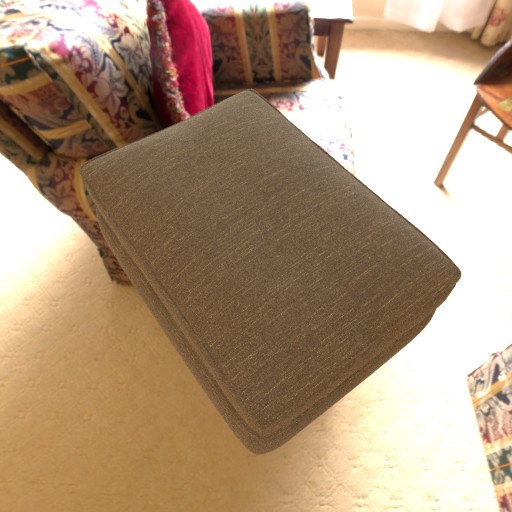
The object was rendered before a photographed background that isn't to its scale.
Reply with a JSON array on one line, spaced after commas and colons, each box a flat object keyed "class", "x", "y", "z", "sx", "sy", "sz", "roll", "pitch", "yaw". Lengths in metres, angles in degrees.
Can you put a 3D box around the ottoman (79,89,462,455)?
[{"class": "ottoman", "x": 0.000, "y": 0.000, "z": 0.993, "sx": 0.508, "sy": 0.406, "sz": 0.686, "roll": -31, "pitch": 62, "yaw": -19}]
